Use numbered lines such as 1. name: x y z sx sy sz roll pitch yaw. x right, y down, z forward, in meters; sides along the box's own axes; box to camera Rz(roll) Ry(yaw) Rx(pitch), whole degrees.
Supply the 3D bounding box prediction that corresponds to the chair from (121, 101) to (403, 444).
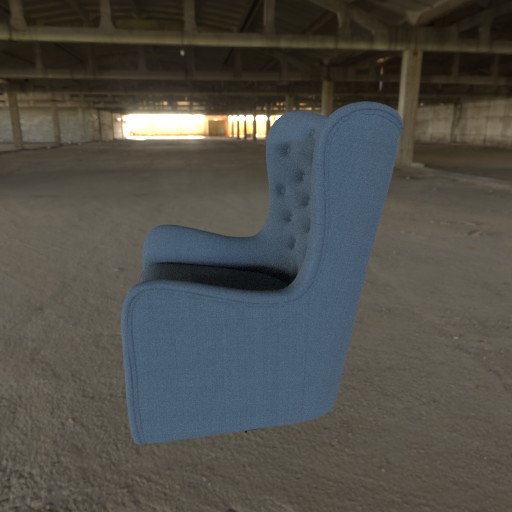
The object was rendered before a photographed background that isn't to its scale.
1. chair: 0.000 0.000 1.692 0.930 1.079 0.831 -2 16 -8
